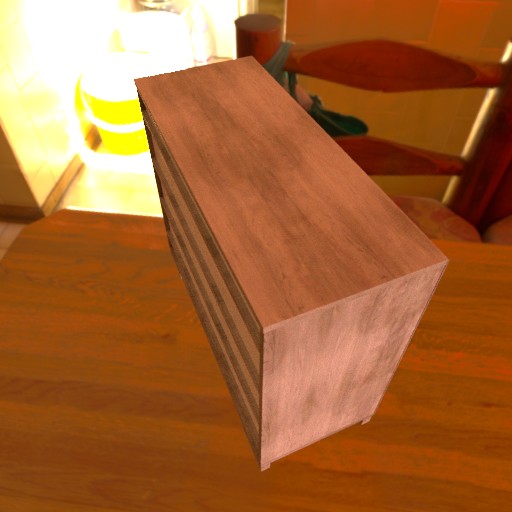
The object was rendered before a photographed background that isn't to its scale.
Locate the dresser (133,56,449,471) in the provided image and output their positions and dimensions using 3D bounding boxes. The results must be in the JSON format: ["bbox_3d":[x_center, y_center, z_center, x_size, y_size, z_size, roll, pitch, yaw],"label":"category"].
[{"bbox_3d":[0.000,0.000,1.428,0.404,0.816,0.994,-18,50,-15],"label":"dresser"}]
